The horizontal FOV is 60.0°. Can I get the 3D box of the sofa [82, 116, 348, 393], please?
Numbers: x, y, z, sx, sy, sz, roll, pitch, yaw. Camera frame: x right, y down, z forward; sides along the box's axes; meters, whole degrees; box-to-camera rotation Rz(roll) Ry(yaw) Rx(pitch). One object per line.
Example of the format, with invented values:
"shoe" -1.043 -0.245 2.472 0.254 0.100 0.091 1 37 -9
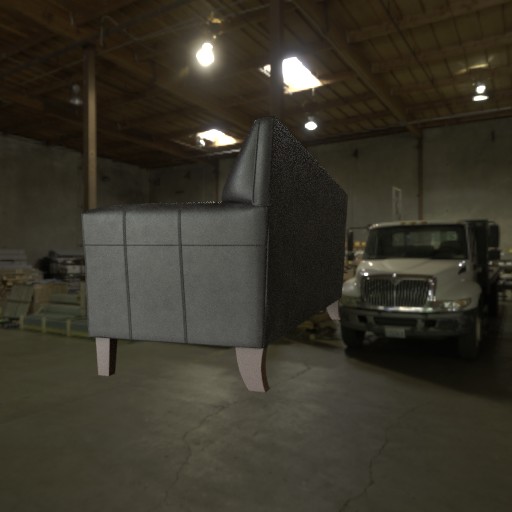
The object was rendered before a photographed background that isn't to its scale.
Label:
"sofa" 0.000 0.000 2.547 0.805 0.947 2.053 0 0 19
